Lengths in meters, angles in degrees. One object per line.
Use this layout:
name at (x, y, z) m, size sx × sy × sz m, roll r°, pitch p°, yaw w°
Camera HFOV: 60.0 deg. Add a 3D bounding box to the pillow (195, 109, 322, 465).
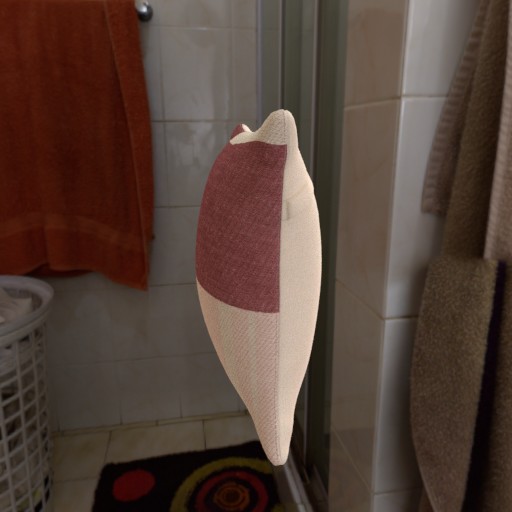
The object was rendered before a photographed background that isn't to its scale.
pillow at (0.000, 0.000, 0.841) m, size 0.229 × 0.506 × 0.536 m, roll -2°, pitch 16°, yaw -7°
